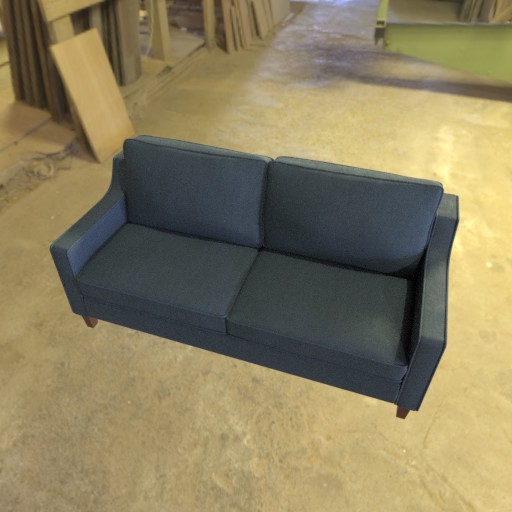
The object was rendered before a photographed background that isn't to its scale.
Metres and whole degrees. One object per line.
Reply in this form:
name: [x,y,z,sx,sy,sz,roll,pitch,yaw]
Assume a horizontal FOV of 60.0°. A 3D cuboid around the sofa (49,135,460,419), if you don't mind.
sofa: [0.000,0.000,2.743,2.178,1.071,1.066,13,42,14]
